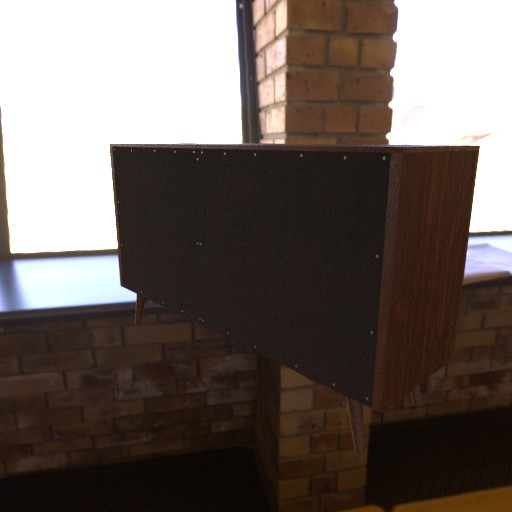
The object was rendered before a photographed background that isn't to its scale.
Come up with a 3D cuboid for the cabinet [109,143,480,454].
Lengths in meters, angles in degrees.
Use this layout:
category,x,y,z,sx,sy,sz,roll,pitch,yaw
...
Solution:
category,x,y,z,sx,sy,sz,roll,pitch,yaw
cabinet,0.000,0.000,1.919,0.505,0.940,1.575,-14,20,-42
